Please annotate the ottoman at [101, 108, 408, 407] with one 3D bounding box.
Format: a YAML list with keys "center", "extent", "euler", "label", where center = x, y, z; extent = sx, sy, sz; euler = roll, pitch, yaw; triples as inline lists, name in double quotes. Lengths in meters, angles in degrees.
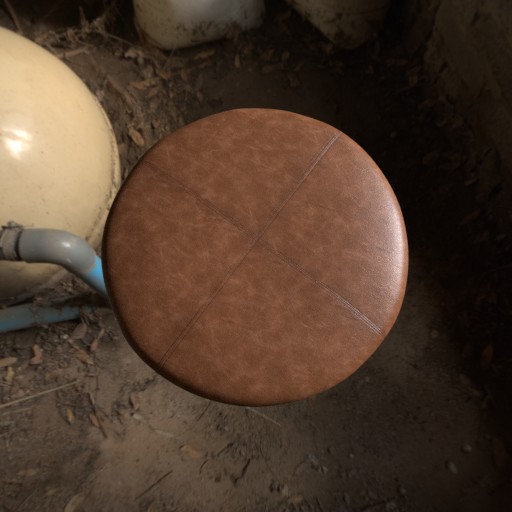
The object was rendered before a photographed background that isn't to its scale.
- center: [0.000, 0.000, 1.585]
  extent: [1.006, 0.445, 1.006]
  euler: [0, 76, 0]
  label: "ottoman"
